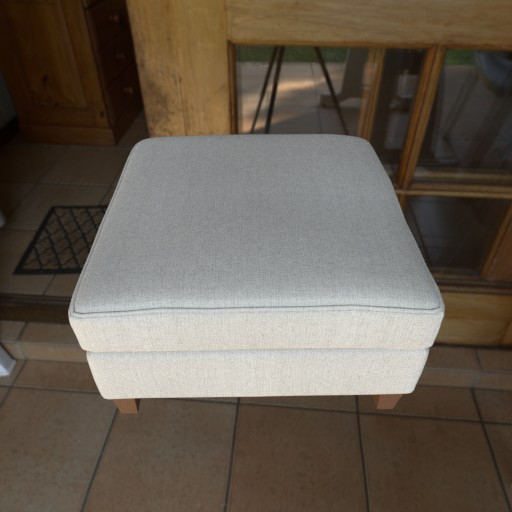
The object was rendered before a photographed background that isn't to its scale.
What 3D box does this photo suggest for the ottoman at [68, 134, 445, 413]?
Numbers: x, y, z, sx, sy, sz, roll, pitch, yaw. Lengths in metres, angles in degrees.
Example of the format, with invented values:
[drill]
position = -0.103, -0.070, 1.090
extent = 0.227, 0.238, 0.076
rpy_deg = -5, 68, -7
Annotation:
[ottoman]
position = 0.000, 0.000, 1.372
extent = 0.838, 0.503, 0.838
rpy_deg = -1, 41, -1
